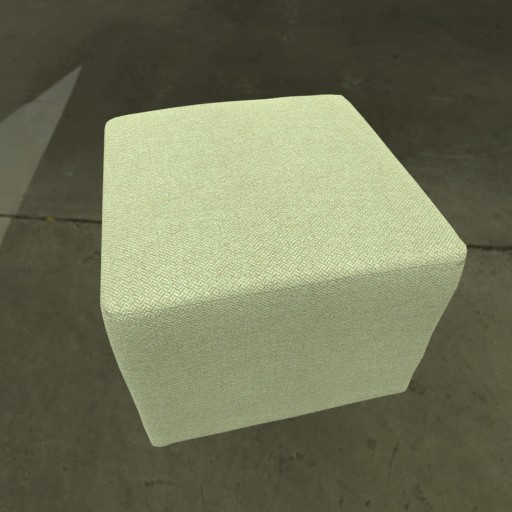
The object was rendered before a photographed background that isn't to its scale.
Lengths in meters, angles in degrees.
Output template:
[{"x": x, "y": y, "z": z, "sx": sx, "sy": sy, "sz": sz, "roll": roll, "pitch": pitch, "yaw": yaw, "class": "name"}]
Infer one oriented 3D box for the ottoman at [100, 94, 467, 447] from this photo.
[{"x": 0.000, "y": 0.000, "z": 0.881, "sx": 0.512, "sy": 0.453, "sz": 0.521, "roll": -9, "pitch": 46, "yaw": -9, "class": "ottoman"}]
